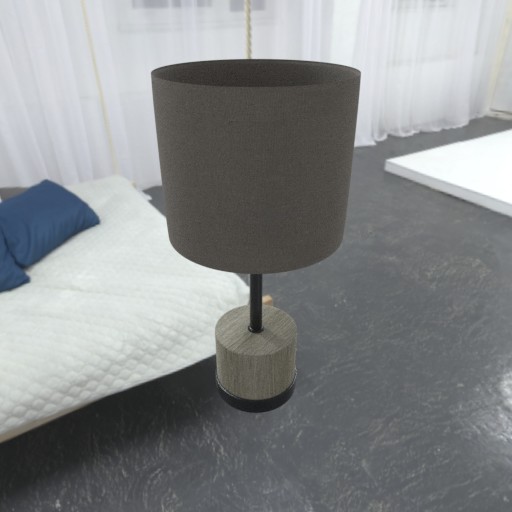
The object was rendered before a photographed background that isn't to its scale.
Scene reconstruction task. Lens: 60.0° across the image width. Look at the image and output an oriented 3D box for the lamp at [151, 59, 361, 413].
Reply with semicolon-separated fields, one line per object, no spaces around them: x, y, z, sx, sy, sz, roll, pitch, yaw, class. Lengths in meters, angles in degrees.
0.000;0.000;0.603;0.229;0.470;0.229;20;36;32;lamp
